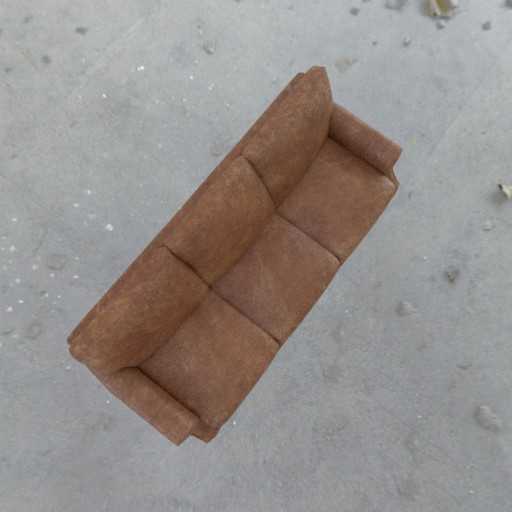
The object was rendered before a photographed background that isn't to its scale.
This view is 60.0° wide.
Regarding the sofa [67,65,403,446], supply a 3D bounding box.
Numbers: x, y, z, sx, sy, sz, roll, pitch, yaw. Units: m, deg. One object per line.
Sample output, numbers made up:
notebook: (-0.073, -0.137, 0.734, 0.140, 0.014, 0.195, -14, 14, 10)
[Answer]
sofa: (0.000, 0.000, 2.863, 0.973, 0.977, 2.351, 37, 78, 9)
